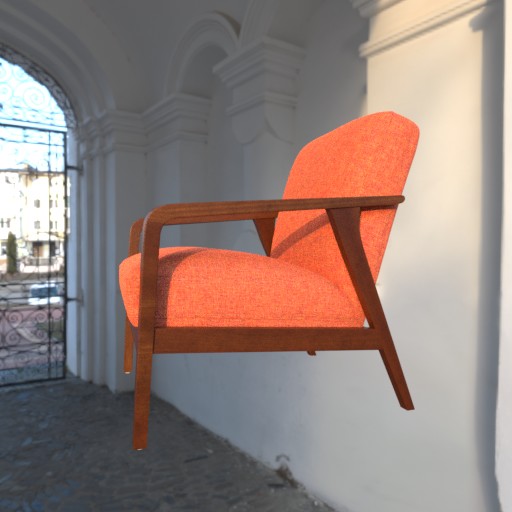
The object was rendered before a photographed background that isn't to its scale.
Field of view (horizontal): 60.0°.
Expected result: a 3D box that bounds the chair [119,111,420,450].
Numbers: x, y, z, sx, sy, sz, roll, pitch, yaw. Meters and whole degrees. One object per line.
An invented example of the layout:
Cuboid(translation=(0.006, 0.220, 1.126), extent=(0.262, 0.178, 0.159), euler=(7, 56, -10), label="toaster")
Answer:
Cuboid(translation=(0.000, 0.000, 1.472), extent=(0.860, 0.890, 0.719), euler=(-1, 2, -19), label="chair")
